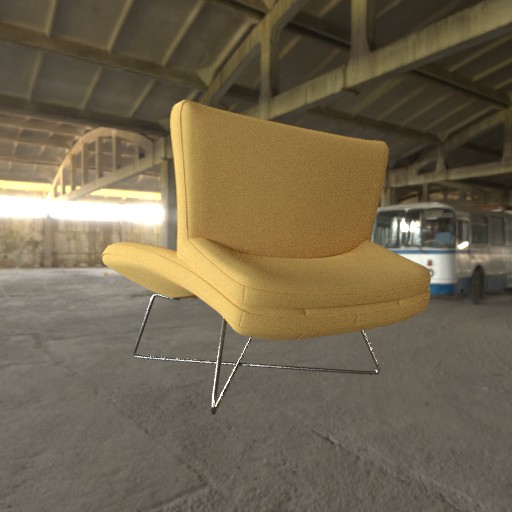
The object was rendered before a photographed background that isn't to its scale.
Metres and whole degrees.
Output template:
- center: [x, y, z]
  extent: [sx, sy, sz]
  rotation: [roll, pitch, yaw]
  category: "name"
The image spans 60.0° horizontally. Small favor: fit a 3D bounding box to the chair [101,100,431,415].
- center: [0.000, 0.000, 1.622]
  extent: [0.859, 0.855, 1.008]
  rotation: [-1, 1, -35]
  category: "chair"
